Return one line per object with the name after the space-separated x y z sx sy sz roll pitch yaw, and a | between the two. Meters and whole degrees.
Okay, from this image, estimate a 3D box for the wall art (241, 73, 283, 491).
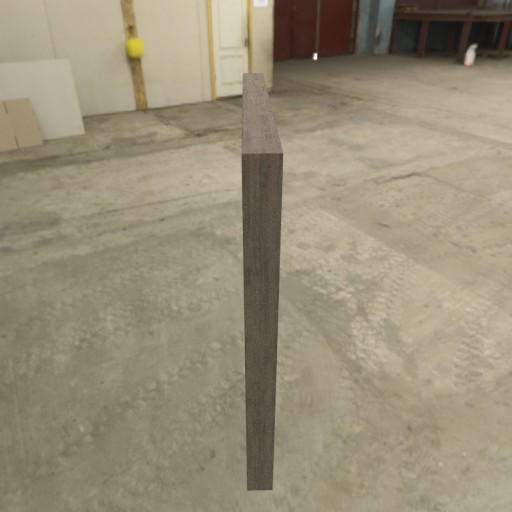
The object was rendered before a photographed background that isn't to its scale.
0.000 0.000 0.749 0.038 0.508 0.508 -1 30 -1 | wall art
